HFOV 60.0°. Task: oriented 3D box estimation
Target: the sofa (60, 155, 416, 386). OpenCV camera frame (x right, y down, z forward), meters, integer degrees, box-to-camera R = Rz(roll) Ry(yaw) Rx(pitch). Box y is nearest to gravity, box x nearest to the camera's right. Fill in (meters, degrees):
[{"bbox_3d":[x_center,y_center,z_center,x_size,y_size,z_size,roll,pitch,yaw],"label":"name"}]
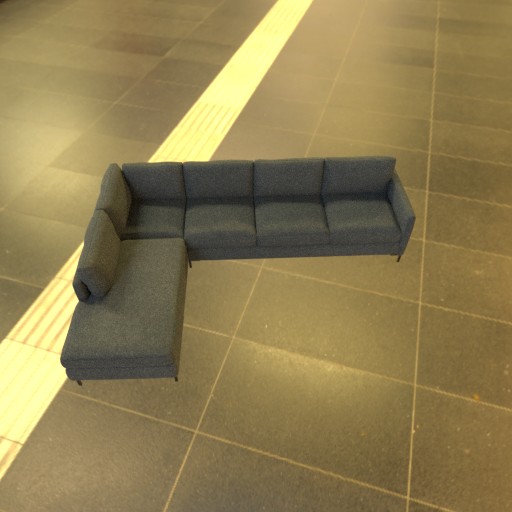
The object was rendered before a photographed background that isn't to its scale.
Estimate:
[{"bbox_3d":[0.000,0.000,3.900,2.949,0.815,2.007,-2,47,-2],"label":"sofa"}]
